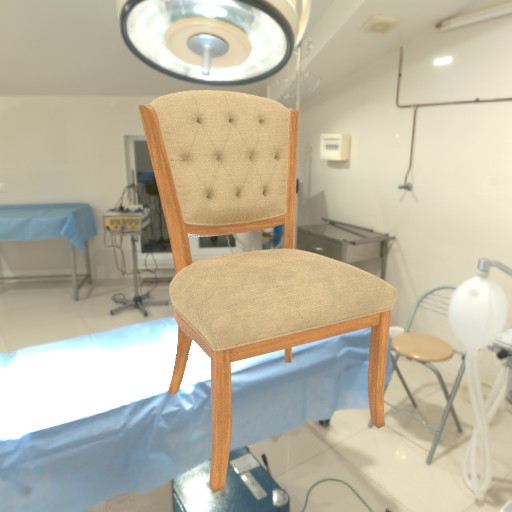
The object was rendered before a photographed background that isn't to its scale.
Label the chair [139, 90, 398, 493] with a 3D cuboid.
[{"bbox_3d":[0.000,0.000,1.232,0.513,0.905,0.584,-8,17,-27],"label":"chair"}]
